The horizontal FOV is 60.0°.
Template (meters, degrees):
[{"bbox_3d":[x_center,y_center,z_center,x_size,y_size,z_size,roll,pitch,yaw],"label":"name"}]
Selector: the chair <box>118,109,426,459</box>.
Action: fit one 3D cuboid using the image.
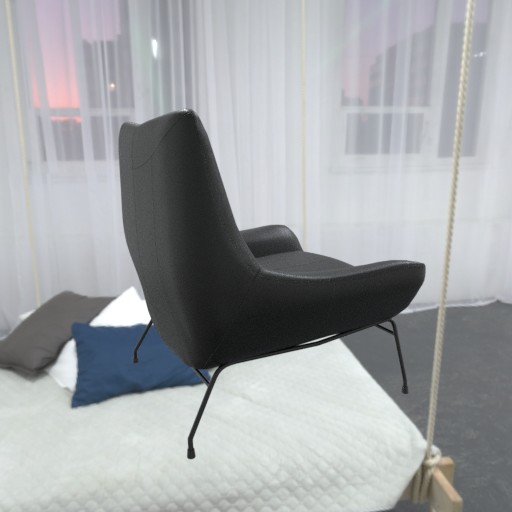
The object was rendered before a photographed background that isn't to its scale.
[{"bbox_3d":[0.000,0.000,1.567,0.826,0.922,0.836,-7,15,-27],"label":"chair"}]
